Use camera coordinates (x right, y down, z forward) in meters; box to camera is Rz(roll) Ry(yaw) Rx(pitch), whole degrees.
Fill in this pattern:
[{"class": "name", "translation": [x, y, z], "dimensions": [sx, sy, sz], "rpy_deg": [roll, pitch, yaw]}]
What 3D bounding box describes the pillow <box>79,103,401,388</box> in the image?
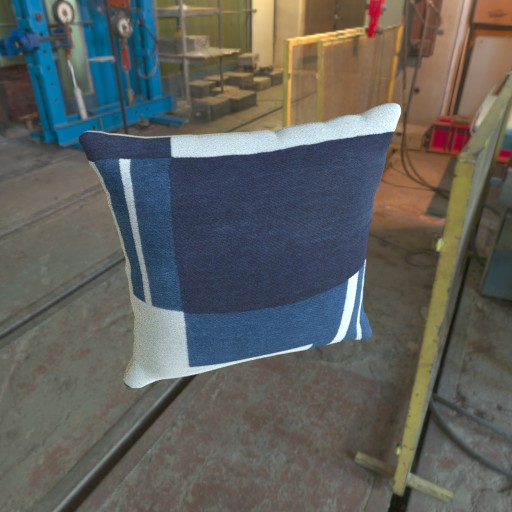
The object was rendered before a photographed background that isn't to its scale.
[{"class": "pillow", "translation": [0.000, 0.000, 0.803], "dimensions": [0.536, 0.506, 0.229], "rpy_deg": [-9, 32, -14]}]
